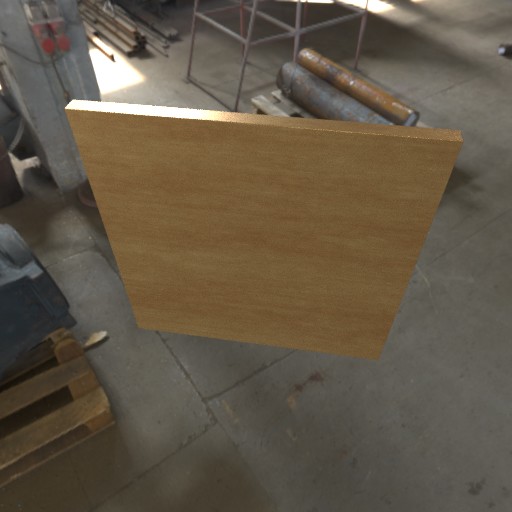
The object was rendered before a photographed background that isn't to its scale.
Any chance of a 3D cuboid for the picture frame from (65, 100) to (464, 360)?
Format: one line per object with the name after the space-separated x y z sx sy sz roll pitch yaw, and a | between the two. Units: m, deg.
0.000 0.000 1.122 0.758 0.761 0.037 6 47 6 | picture frame
